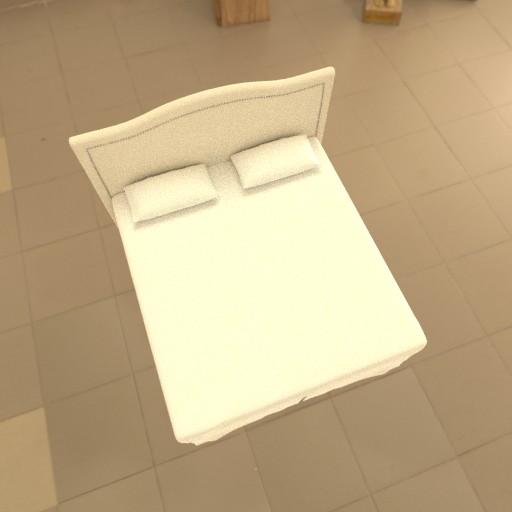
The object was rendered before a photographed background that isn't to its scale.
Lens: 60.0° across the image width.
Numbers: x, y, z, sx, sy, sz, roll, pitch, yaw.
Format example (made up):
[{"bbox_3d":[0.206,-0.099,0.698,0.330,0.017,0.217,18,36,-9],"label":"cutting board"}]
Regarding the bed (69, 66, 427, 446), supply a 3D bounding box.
[{"bbox_3d":[0.000,0.000,3.434,2.083,1.421,2.182,-18,66,-9],"label":"bed"}]
